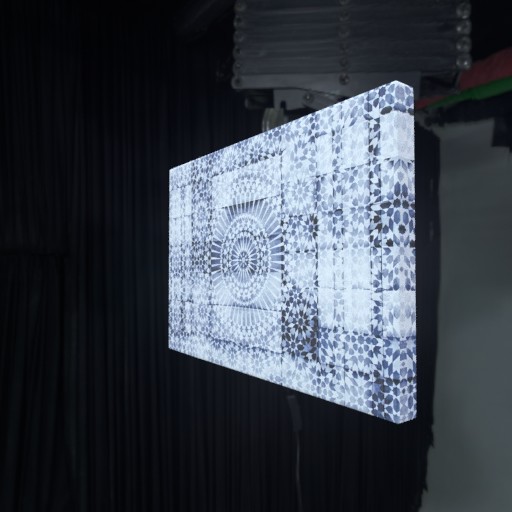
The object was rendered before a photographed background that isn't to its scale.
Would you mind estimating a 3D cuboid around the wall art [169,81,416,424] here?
[{"bbox_3d":[0.000,0.000,1.162,0.057,0.608,0.911,1,-2,-37],"label":"wall art"}]
